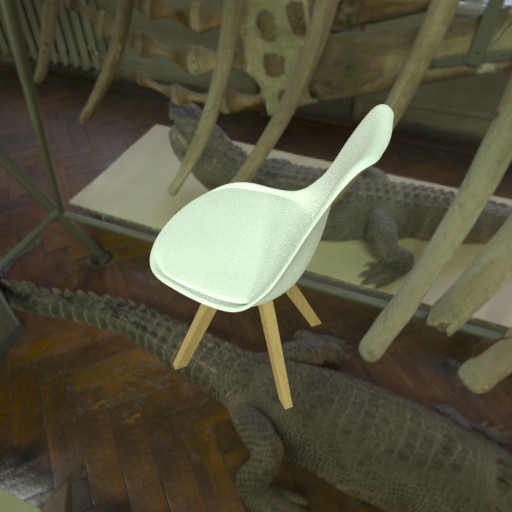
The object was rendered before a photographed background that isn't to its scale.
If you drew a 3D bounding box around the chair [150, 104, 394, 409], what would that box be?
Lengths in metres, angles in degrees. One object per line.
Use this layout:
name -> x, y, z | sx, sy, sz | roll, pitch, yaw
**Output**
chair -> 0.000, 0.000, 1.207 | 0.550, 0.849, 0.485 | 15, 47, 15
